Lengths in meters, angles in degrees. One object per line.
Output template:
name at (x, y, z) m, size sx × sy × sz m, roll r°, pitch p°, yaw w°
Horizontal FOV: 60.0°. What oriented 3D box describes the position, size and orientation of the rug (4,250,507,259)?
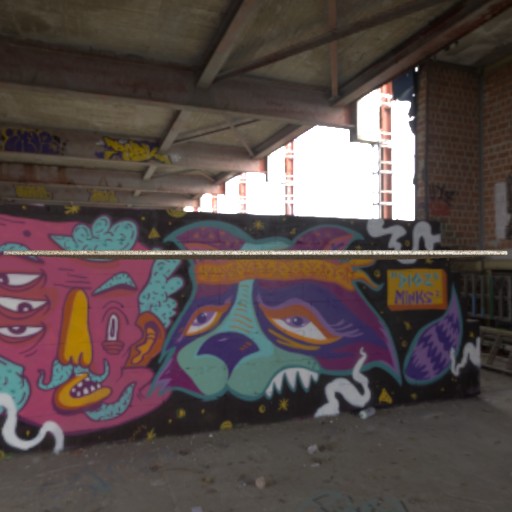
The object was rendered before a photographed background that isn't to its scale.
rug at (0.000, 0.000, 2.908) m, size 2.469 × 0.024 × 1.539 m, roll 0°, pitch -1°, yaw 0°
